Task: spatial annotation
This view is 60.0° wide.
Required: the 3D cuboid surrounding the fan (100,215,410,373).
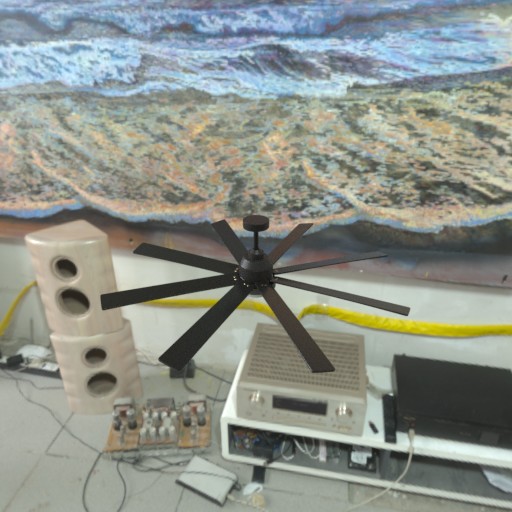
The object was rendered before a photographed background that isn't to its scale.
[{"bbox_3d":[0.000,0.000,2.675,1.830,0.472,1.830,-9,28,-17],"label":"fan"}]
